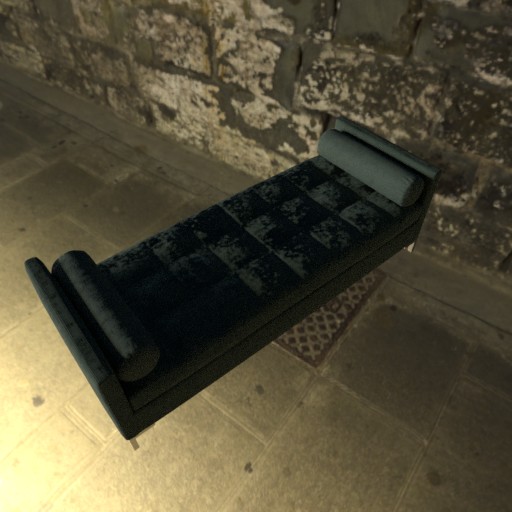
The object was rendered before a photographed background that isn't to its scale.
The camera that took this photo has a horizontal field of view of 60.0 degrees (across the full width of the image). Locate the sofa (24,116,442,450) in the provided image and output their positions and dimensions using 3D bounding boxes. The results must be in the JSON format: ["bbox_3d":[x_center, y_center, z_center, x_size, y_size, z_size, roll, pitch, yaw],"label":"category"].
[{"bbox_3d":[0.000,0.000,2.464,2.102,0.657,0.797,-30,54,-26],"label":"sofa"}]
